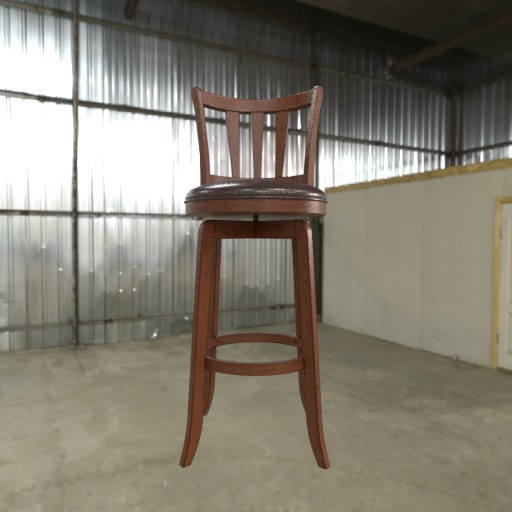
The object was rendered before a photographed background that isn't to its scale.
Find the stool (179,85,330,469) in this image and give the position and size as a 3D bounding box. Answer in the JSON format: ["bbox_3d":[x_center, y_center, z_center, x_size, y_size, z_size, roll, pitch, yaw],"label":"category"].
[{"bbox_3d":[0.000,0.000,1.432,0.464,1.177,0.503,0,3,1],"label":"stool"}]
